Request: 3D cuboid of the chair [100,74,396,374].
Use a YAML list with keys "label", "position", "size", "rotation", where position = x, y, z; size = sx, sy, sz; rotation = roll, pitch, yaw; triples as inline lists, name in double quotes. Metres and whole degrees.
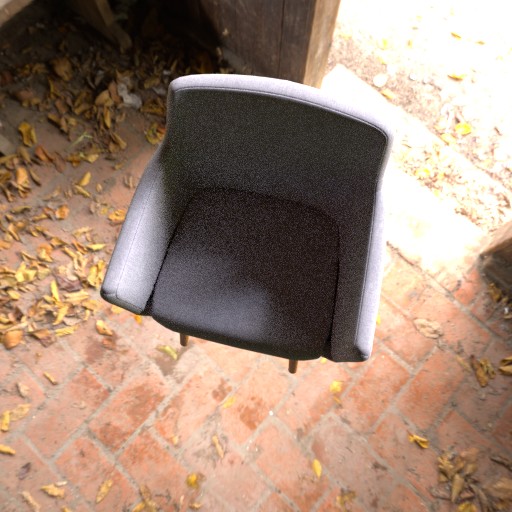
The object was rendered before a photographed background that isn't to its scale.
- label: "chair"
  position: [0.000, 0.000, 1.181]
  size: [0.570, 0.780, 0.540]
  rotation: [13, 76, 3]
